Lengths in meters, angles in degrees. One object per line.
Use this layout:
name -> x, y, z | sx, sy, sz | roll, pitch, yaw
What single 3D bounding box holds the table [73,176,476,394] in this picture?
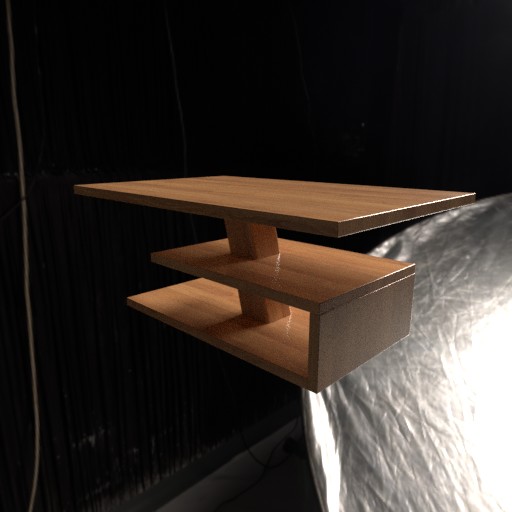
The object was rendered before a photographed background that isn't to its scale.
table -> 0.000, 0.000, 1.470 | 1.100, 0.442, 0.700 | 13, 19, 43
